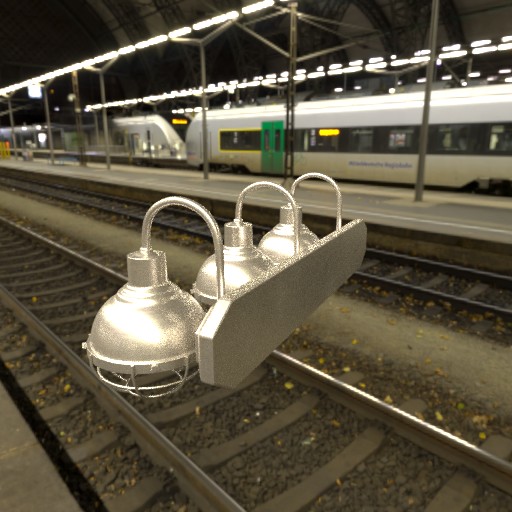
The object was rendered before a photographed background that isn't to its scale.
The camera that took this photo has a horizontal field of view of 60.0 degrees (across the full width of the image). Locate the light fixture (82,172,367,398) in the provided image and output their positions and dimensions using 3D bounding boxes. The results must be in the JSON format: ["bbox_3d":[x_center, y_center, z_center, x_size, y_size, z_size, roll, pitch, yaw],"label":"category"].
[{"bbox_3d":[0.000,0.000,0.755,0.229,0.254,0.634,7,16,26],"label":"light fixture"}]
